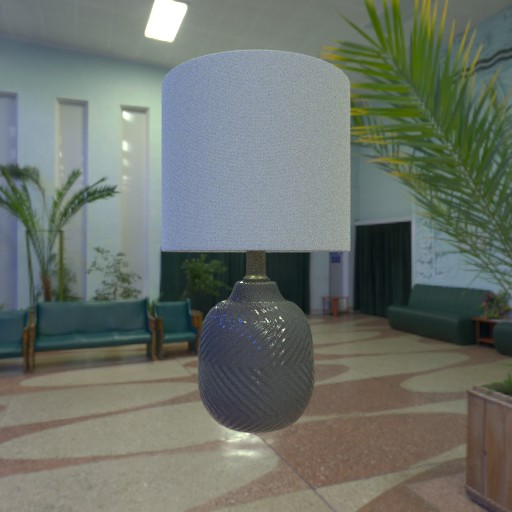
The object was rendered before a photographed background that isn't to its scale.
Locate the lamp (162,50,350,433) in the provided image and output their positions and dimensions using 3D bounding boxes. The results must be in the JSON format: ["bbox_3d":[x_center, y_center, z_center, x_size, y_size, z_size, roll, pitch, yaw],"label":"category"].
[{"bbox_3d":[0.000,0.000,0.496,0.207,0.366,0.207,0,0,-19],"label":"lamp"}]
